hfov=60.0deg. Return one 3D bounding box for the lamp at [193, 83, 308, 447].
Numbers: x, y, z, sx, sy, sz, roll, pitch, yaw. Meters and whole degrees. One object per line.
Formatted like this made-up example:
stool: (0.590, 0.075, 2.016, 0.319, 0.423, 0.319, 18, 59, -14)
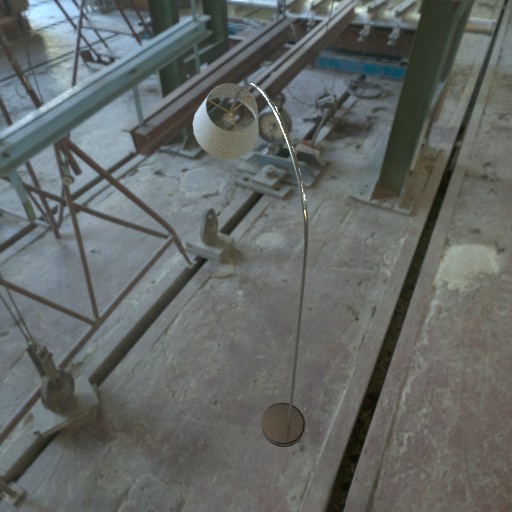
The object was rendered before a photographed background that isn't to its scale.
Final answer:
lamp: (0.000, 0.000, 2.698, 0.406, 2.098, 1.445, -13, 43, -14)
